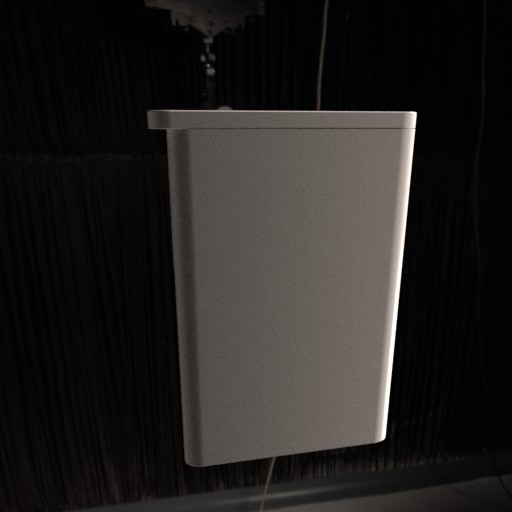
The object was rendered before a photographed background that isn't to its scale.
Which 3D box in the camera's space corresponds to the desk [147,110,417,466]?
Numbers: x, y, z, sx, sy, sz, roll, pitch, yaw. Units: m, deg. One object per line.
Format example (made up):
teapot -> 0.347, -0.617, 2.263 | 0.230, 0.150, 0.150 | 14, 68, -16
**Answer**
desk -> 0.000, 0.000, 1.325 | 0.549, 0.800, 0.762 | -3, 17, -10
